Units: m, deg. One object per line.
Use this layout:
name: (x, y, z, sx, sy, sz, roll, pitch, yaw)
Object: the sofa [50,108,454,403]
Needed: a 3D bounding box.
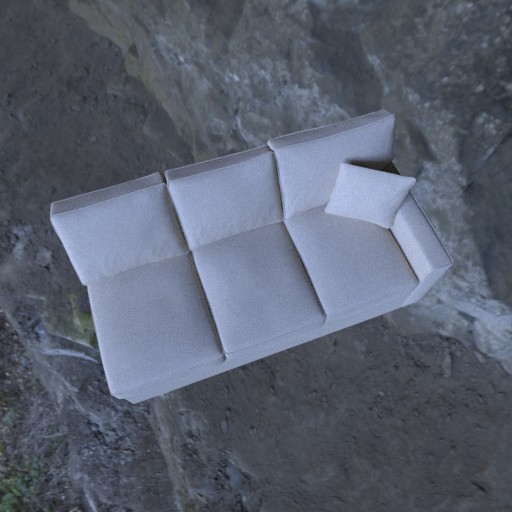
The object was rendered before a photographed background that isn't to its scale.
sofa: (0.000, 0.000, 2.613, 1.963, 0.946, 1.034, -18, 65, -9)
